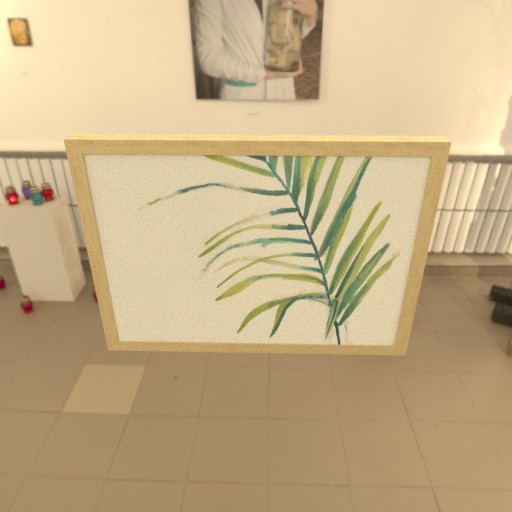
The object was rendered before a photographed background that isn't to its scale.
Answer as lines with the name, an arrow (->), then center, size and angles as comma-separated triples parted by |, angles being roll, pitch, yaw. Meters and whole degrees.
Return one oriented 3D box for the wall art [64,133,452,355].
wall art -> 0.000, 0.000, 0.714 | 0.532, 0.380, 0.032 | 1, 29, 1
